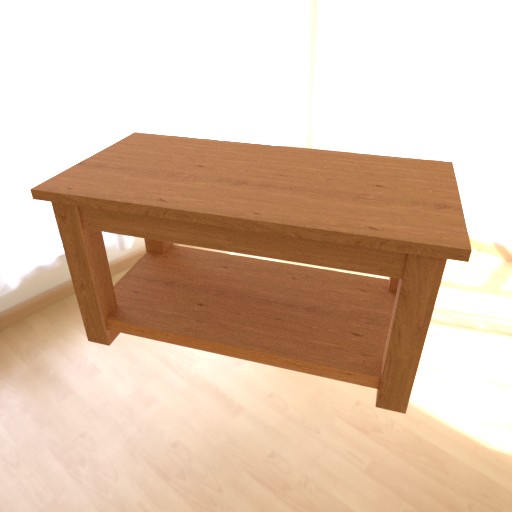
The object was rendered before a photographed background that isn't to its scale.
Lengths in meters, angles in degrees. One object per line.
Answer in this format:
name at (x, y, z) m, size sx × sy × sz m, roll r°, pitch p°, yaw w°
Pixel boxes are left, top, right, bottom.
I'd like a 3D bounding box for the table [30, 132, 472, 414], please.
table at (0.000, 0.000, 1.162) m, size 0.899 × 0.452 × 0.450 m, roll 9°, pitch 33°, yaw 14°
